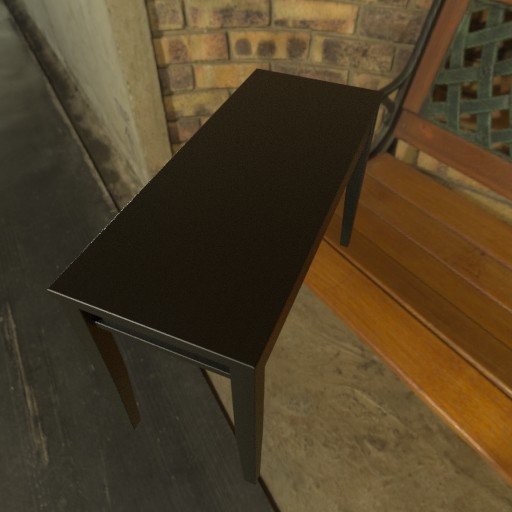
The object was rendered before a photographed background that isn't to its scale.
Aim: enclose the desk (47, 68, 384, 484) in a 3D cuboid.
[{"bbox_3d":[0.000,0.000,1.591,0.508,0.775,1.220,17,49,15],"label":"desk"}]
